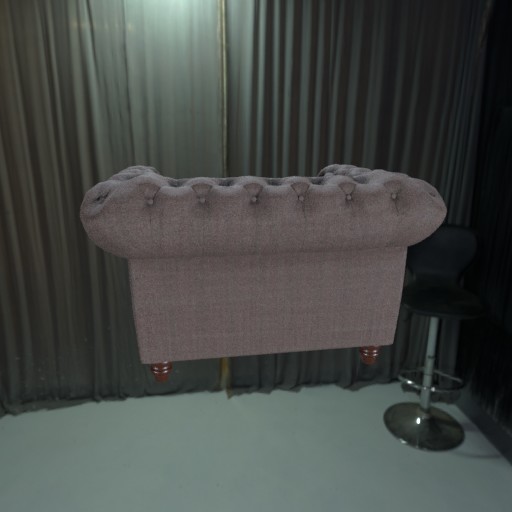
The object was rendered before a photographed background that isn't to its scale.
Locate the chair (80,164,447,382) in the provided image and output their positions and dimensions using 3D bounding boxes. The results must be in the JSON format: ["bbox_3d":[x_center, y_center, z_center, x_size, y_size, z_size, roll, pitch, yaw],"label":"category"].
[{"bbox_3d":[0.000,0.000,1.943,1.298,0.780,0.945,-2,16,-9],"label":"chair"}]
